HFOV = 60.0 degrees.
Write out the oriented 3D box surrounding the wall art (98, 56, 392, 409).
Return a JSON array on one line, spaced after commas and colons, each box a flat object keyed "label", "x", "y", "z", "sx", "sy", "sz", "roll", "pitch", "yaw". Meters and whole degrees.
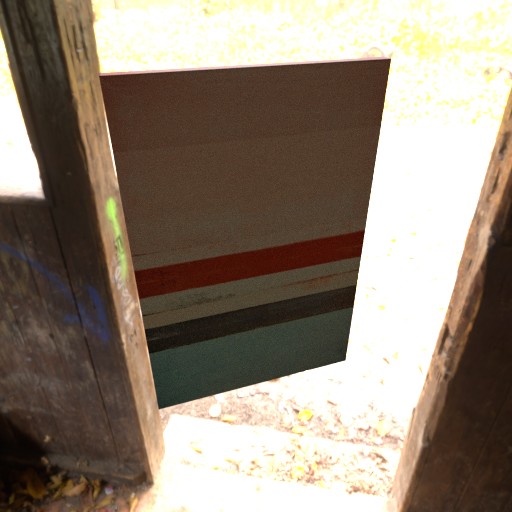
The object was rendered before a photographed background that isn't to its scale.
[{"label": "wall art", "x": 0.000, "y": 0.000, "z": 1.141, "sx": 0.610, "sy": 0.914, "sz": 0.038, "roll": -10, "pitch": 34, "yaw": -16}]
